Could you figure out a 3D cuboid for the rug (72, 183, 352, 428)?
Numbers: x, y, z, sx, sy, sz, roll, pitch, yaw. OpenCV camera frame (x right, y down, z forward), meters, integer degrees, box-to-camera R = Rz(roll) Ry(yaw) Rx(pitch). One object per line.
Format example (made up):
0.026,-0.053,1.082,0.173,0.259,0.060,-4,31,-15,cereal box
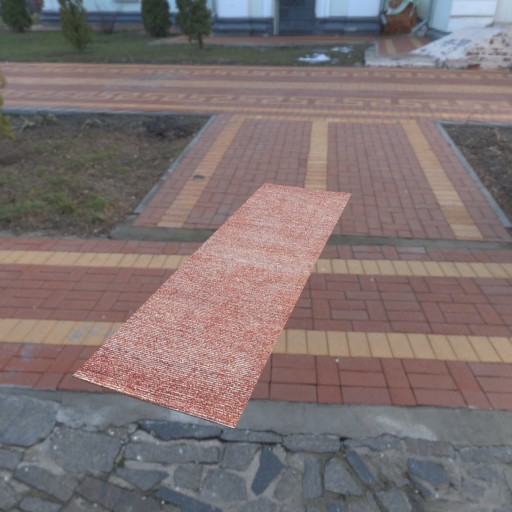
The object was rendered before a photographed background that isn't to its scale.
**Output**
0.000,0.000,2.635,0.718,0.013,2.353,11,32,18,rug
